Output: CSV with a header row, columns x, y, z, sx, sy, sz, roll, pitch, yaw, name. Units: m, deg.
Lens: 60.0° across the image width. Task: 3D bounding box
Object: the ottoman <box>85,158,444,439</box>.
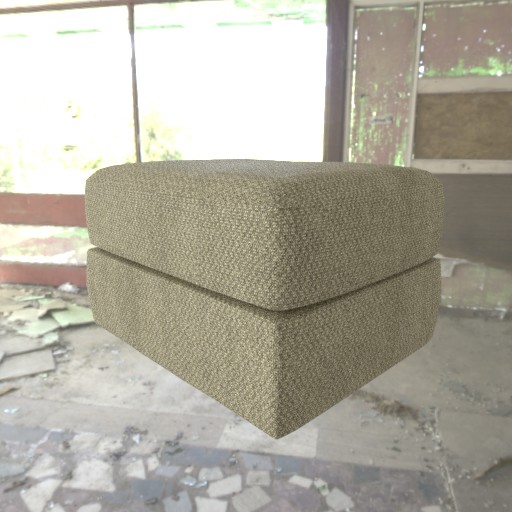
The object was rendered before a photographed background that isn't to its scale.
x,y,z,sx,sy,sz,roll,pitch,yaw,name
0.000,0.000,1.138,0.603,0.476,0.751,-13,20,-42,ottoman
